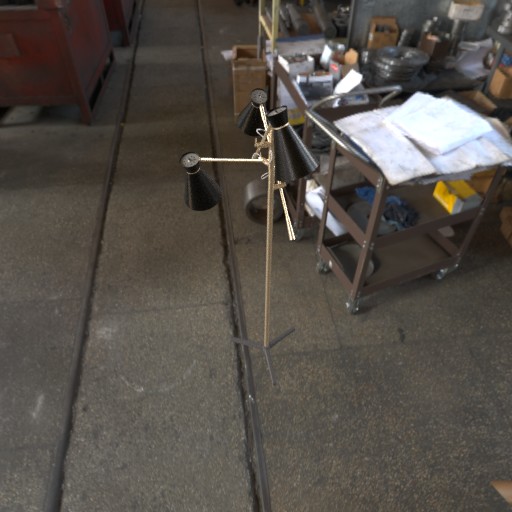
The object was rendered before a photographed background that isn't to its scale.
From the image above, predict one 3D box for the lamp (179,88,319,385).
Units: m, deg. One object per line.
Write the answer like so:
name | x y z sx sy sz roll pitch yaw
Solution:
lamp | 0.000 0.000 2.192 0.653 1.804 0.750 -31 53 -28
